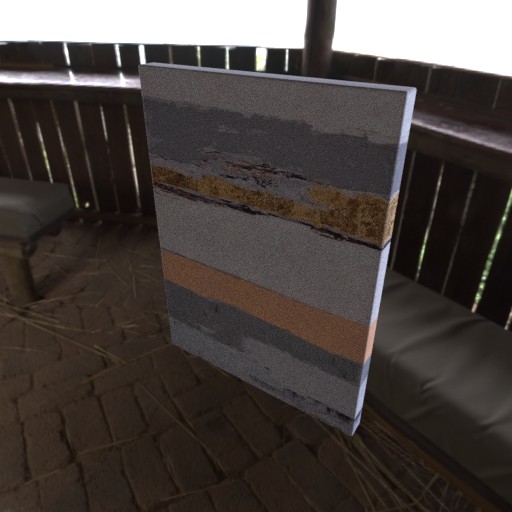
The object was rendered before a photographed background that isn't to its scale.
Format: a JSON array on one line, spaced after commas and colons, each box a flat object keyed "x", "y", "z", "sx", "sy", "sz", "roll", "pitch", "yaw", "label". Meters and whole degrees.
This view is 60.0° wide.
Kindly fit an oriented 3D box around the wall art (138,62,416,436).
[{"x": 0.000, "y": 0.000, "z": 0.795, "sx": 0.456, "sy": 0.609, "sz": 0.038, "roll": 19, "pitch": 35, "yaw": 29, "label": "wall art"}]
